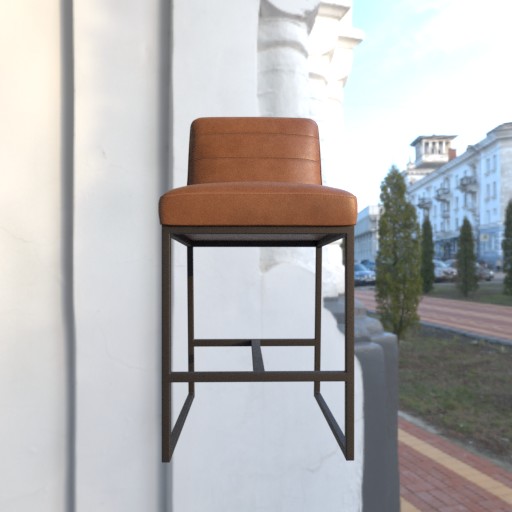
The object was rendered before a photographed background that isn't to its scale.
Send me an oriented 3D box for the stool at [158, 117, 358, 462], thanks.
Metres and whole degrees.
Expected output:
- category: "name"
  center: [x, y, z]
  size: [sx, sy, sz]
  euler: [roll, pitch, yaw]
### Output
- category: "stool"
  center: [0.000, 0.000, 1.263]
  size: [0.458, 0.940, 0.556]
  euler: [0, -1, -1]
